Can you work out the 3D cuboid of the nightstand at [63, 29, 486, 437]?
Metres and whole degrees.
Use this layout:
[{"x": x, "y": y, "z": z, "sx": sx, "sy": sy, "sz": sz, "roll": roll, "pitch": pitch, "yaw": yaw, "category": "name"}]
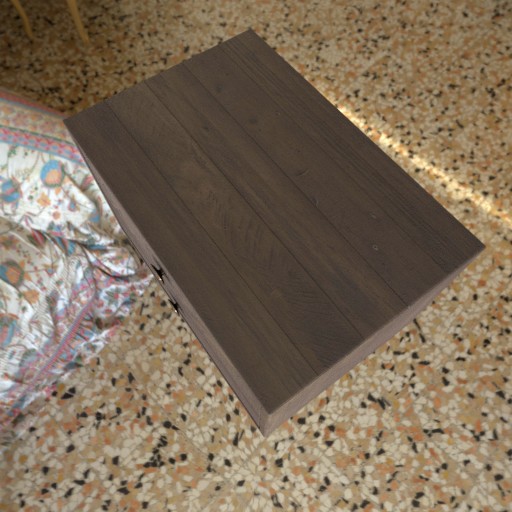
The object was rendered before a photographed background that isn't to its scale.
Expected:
[{"x": 0.000, "y": 0.000, "z": 1.039, "sx": 0.450, "sy": 0.599, "sz": 0.650, "roll": -33, "pitch": 68, "yaw": -15, "category": "nightstand"}]
